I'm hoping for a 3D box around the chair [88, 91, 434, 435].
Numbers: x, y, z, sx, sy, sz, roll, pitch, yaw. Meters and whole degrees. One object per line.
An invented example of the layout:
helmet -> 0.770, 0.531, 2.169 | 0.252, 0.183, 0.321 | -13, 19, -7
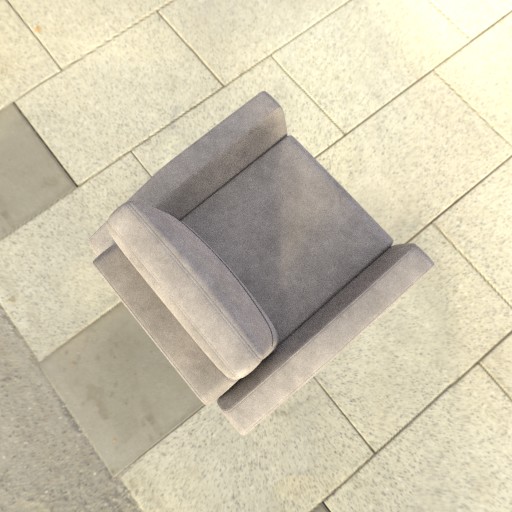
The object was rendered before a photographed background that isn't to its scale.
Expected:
chair -> 0.000, 0.000, 1.641 | 0.900, 0.800, 0.900 | -40, 80, -9
